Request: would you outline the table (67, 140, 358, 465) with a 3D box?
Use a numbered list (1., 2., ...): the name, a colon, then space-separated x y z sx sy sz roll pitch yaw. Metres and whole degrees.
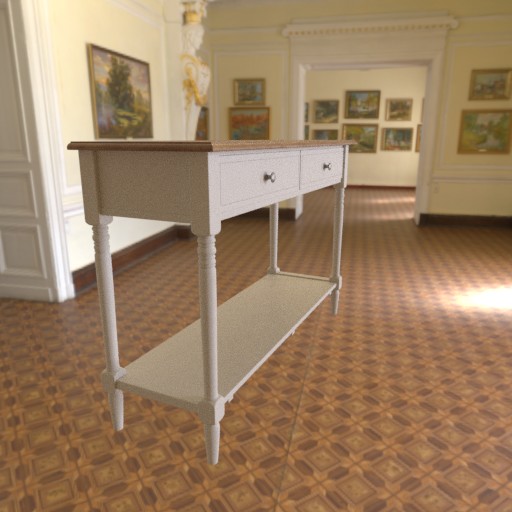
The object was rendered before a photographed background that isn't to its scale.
1. table: 0.000 0.000 1.587 0.399 0.800 1.219 7 16 25
